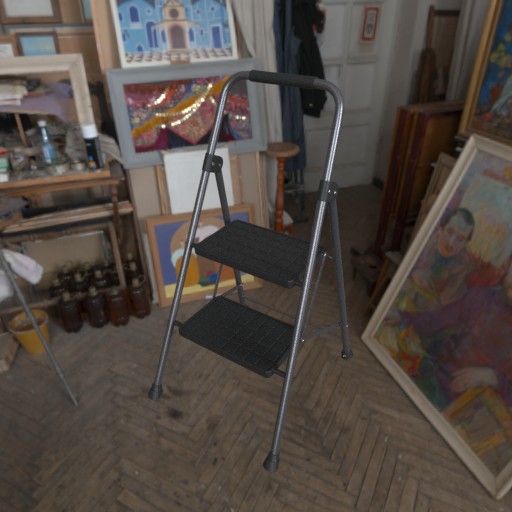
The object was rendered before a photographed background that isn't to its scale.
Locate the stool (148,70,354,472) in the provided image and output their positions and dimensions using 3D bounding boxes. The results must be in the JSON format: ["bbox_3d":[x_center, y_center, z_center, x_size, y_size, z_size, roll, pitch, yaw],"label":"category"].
[{"bbox_3d":[0.000,0.000,1.169,0.450,0.872,0.514,19,36,28],"label":"stool"}]
